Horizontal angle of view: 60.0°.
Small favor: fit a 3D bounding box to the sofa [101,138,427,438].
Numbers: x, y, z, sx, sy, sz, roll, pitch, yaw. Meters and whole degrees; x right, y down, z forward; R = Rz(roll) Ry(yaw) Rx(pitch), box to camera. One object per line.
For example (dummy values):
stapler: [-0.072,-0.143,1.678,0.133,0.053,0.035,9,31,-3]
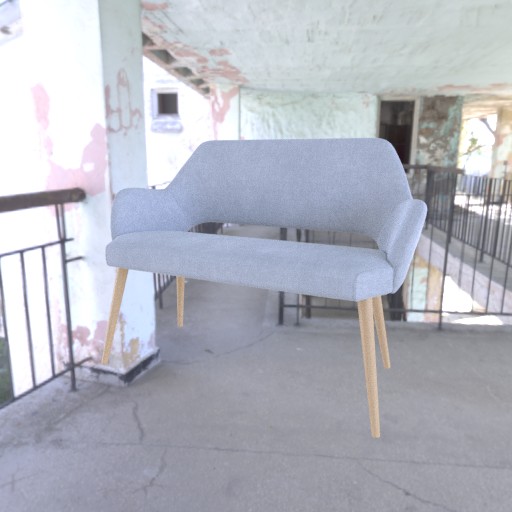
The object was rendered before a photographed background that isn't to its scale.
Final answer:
sofa: [0.000,0.000,1.615,1.150,0.840,0.610,6,14,25]
